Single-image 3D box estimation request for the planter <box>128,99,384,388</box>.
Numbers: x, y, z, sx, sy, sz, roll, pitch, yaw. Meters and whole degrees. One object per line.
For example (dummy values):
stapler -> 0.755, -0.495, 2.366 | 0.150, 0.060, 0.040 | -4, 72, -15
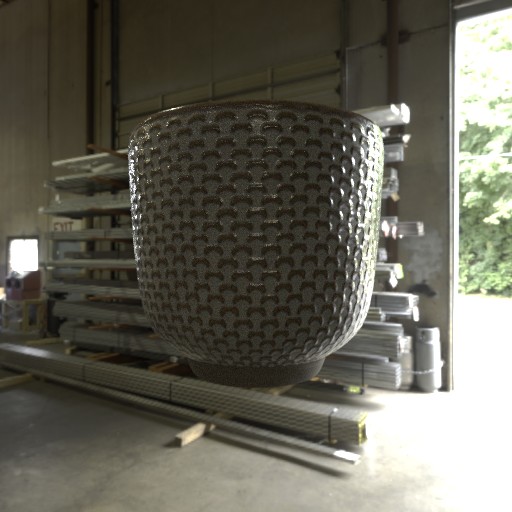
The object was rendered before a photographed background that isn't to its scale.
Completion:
planter -> 0.000, 0.000, 0.250 | 0.139, 0.130, 0.139 | 0, 0, 0
